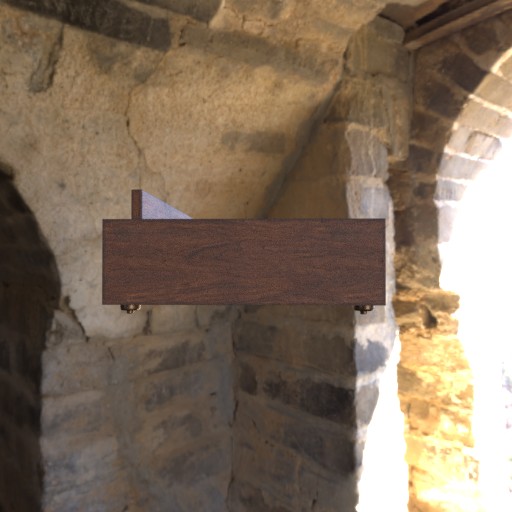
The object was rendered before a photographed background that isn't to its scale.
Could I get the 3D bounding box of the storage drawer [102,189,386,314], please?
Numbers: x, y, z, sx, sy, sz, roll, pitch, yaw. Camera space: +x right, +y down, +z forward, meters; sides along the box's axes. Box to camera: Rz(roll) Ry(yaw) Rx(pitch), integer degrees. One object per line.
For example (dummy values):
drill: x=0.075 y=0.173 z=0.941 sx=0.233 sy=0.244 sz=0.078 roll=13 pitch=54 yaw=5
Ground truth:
storage drawer: x=0.000 y=0.000 z=2.130 sx=0.774 sy=0.339 sz=1.914 roll=0 pitch=-1 yaw=1
